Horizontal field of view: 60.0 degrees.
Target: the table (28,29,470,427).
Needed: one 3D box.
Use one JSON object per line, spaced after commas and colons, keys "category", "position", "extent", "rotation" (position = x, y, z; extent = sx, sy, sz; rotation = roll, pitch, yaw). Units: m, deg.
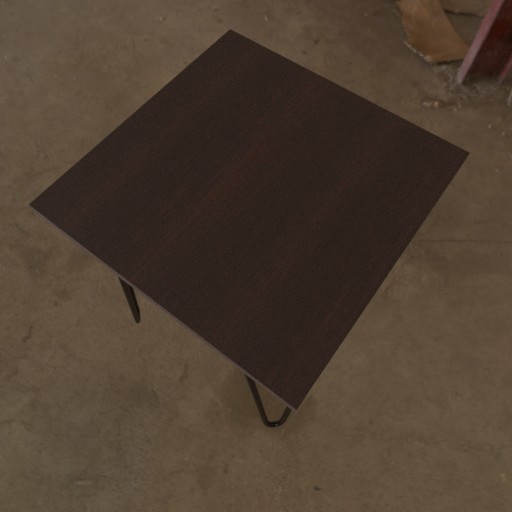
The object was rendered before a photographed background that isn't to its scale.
{"category": "table", "position": [0.000, 0.000, 0.946], "extent": [0.495, 0.559, 0.495], "rotation": [34, 69, 15]}
